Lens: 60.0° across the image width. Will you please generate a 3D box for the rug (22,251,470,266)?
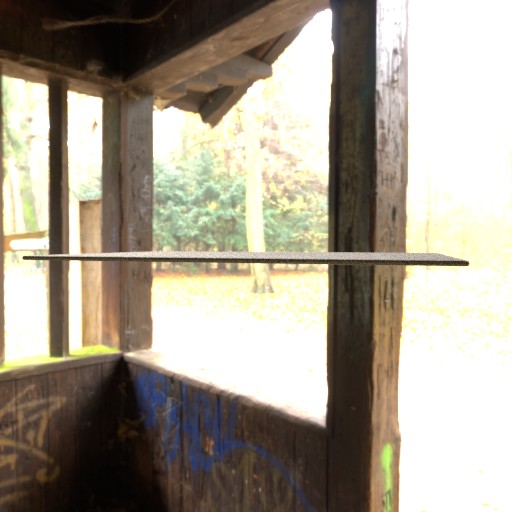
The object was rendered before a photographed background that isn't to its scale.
[{"bbox_3d":[0.000,0.000,3.393,2.743,0.030,1.778,1,2,18],"label":"rug"}]
